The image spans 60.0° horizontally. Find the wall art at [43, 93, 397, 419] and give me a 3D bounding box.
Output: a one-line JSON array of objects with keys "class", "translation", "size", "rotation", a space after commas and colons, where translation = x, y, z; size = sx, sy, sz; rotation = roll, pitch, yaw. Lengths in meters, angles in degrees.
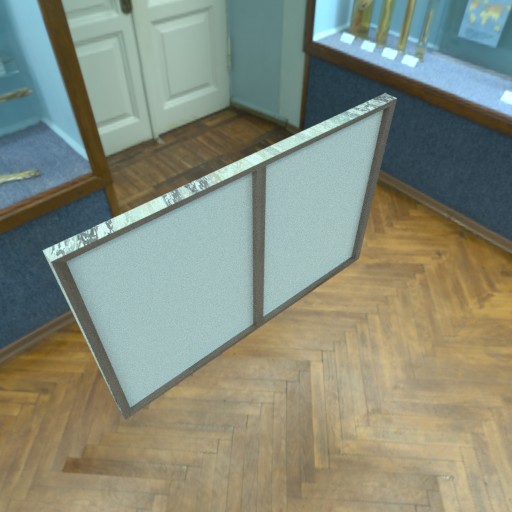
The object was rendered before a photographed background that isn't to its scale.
[{"class": "wall art", "translation": [0.000, 0.000, 1.166], "size": [0.919, 0.598, 0.038], "rotation": [-31, 53, -27]}]
